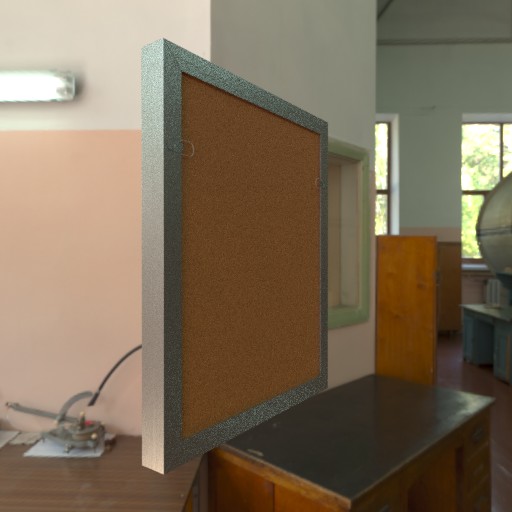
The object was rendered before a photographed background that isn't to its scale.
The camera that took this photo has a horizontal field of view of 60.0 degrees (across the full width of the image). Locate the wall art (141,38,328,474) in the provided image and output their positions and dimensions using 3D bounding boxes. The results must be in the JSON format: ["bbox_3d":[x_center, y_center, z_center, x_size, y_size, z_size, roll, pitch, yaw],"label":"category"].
[{"bbox_3d":[0.000,0.000,0.516,0.030,0.379,0.308,0,0,36],"label":"wall art"}]
